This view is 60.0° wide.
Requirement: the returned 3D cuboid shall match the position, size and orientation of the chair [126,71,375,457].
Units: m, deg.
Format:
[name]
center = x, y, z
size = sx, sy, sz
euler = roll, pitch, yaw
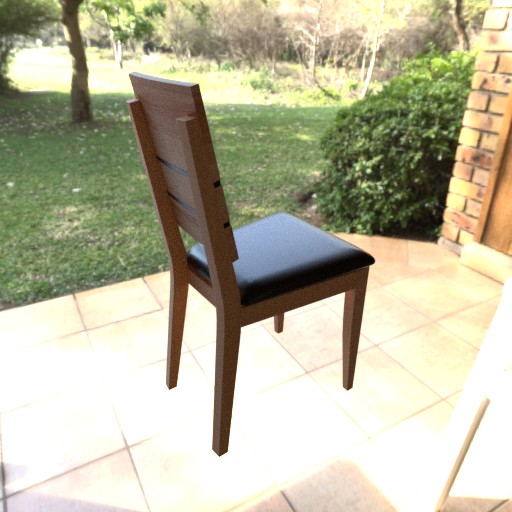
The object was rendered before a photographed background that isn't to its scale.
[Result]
[chair]
center = 0.000, 0.000, 1.215
size = 0.520, 0.940, 0.410
euler = -18, 32, -31
